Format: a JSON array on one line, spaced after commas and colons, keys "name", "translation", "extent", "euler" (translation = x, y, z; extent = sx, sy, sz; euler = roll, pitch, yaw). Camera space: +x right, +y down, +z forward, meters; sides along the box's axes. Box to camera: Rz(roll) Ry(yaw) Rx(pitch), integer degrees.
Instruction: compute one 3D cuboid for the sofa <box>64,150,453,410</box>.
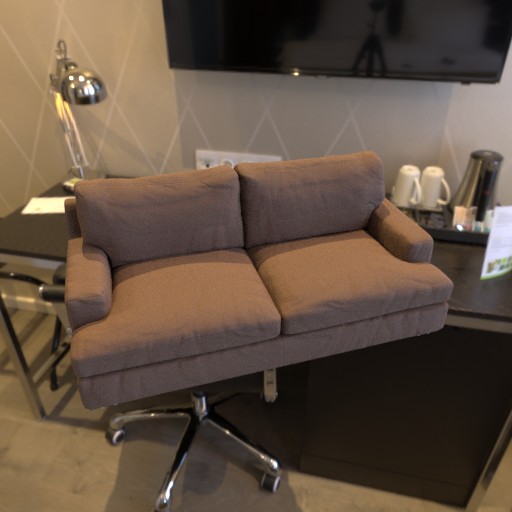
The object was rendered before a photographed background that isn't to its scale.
[{"name": "sofa", "translation": [0.000, 0.000, 2.830], "extent": [2.274, 0.950, 1.140], "euler": [-9, 33, -14]}]
